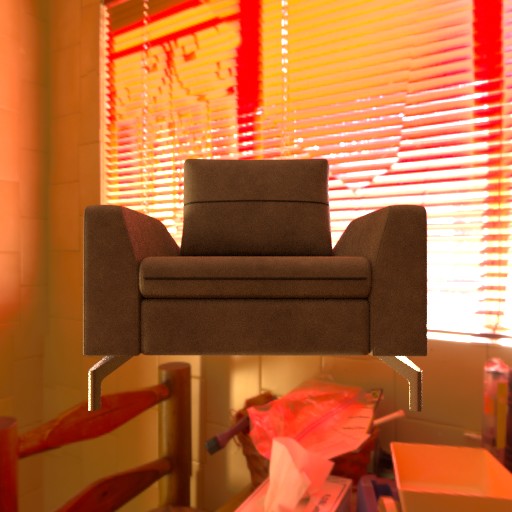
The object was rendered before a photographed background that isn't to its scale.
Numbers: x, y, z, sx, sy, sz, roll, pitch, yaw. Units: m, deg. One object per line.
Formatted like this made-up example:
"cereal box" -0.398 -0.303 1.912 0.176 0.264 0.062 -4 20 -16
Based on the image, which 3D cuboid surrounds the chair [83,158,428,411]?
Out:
"chair" 0.000 0.000 1.571 0.900 0.800 0.900 0 0 0
